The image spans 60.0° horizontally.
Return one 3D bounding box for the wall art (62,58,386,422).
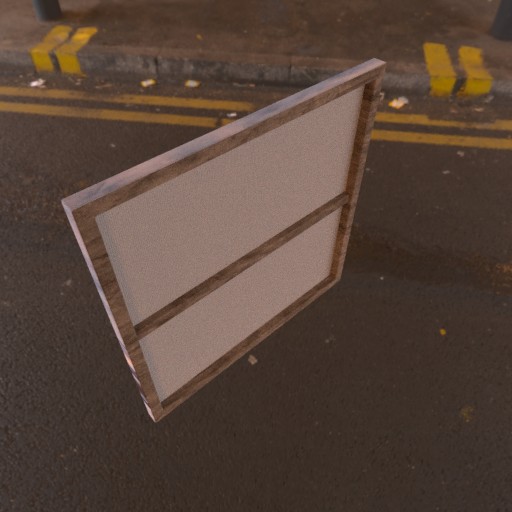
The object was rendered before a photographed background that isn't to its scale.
[{"bbox_3d":[0.000,0.000,1.088,0.747,0.747,0.035,-33,55,-27],"label":"wall art"}]
